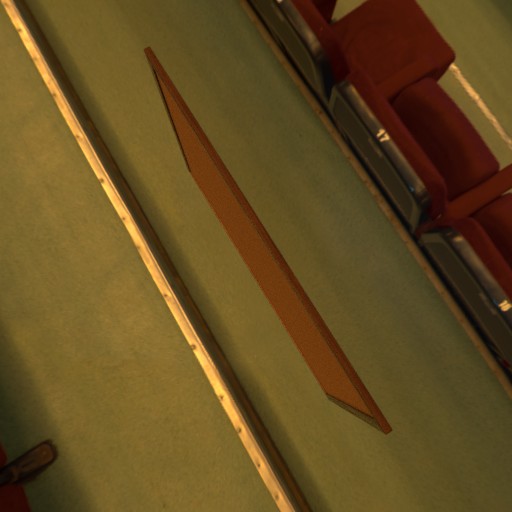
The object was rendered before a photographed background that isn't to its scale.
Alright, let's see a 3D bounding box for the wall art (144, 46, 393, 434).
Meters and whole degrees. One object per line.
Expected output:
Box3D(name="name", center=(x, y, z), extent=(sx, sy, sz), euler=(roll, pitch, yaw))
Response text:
Box3D(name="wall art", center=(0.000, 0.000, 1.050), extent=(0.014, 0.559, 0.816), euler=(-31, 79, -7))
